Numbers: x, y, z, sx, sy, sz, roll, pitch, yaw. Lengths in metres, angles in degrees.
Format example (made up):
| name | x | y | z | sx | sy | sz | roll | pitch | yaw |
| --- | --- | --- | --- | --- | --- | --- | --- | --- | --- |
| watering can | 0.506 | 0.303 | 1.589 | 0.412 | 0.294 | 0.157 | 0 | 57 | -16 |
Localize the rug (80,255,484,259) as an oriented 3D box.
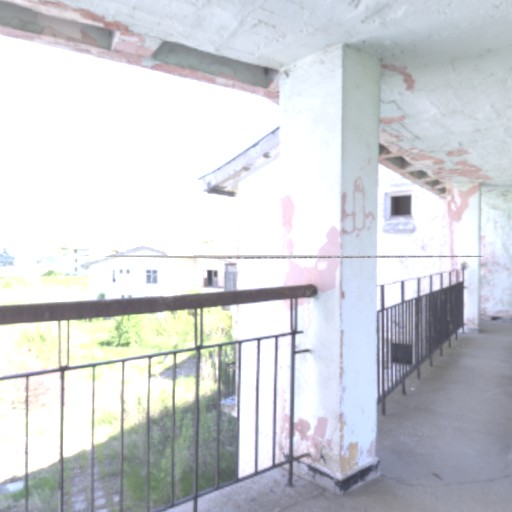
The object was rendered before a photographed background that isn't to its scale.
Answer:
| name | x | y | z | sx | sy | sz | roll | pitch | yaw |
| --- | --- | --- | --- | --- | --- | --- | --- | --- | --- |
| rug | 0.000 | 0.000 | 4.151 | 2.444 | 0.013 | 3.043 | 0 | 0 | -35 |
